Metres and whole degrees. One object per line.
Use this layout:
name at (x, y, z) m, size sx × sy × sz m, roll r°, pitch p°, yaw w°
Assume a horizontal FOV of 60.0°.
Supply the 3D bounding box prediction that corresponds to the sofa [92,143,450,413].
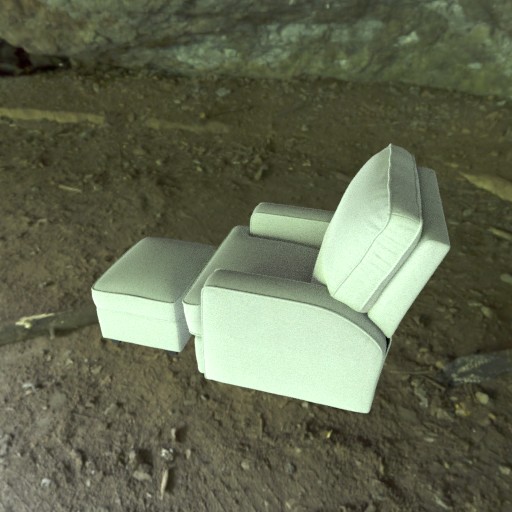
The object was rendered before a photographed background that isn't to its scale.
sofa at (0.000, 0.000, 2.043) m, size 1.472 × 0.959 × 0.861 m, roll 8°, pitch 31°, yaw 13°
